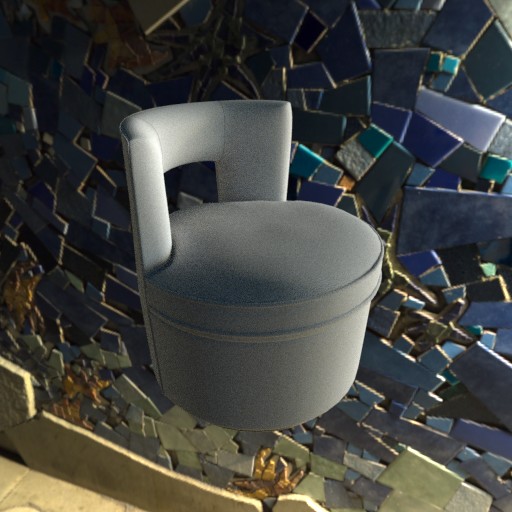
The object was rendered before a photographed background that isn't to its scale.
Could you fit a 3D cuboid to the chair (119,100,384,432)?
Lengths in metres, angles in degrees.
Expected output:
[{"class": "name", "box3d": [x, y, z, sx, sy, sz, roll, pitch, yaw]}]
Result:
[{"class": "chair", "box3d": [0.000, 0.000, 1.197, 0.665, 0.723, 0.650, 18, 32, 31]}]
